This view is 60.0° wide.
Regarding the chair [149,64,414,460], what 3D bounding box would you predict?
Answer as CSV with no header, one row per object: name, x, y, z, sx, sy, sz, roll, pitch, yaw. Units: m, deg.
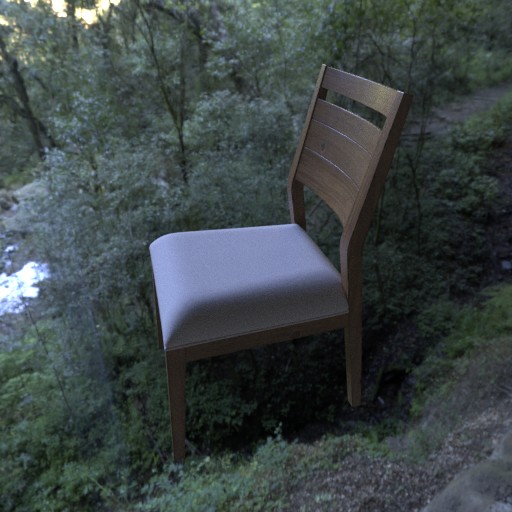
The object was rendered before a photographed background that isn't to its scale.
chair,0.000,0.000,1.261,0.610,0.939,0.497,-8,32,-13
